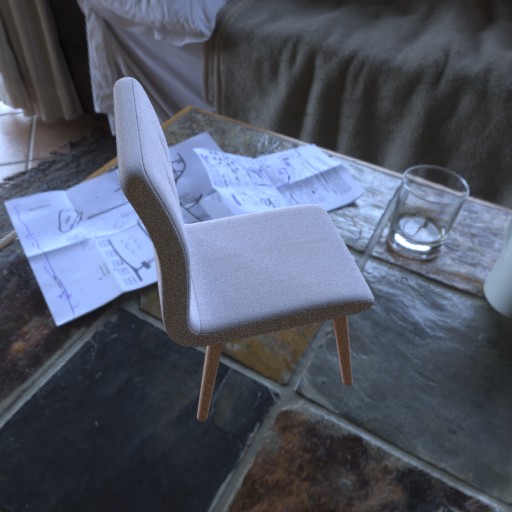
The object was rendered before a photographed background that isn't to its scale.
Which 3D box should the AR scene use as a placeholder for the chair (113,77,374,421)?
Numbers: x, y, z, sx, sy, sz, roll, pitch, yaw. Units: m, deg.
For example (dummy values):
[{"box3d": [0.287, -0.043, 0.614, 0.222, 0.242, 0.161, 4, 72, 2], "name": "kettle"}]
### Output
[{"box3d": [0.000, 0.000, 1.193, 0.550, 0.885, 0.435, -10, 47, -10], "name": "chair"}]
